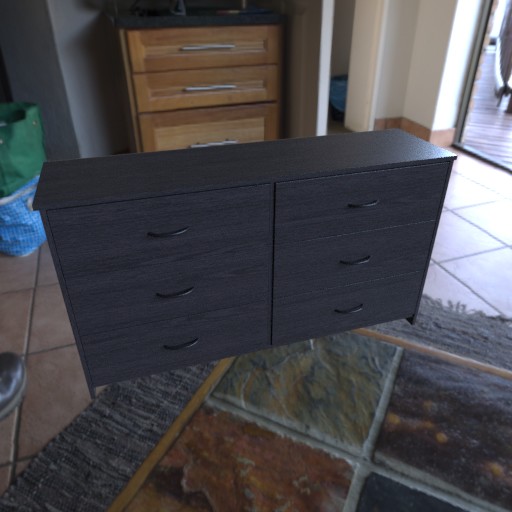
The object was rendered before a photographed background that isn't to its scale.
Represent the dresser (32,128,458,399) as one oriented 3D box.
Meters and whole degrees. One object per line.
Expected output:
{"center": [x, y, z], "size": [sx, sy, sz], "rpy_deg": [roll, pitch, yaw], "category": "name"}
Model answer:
{"center": [0.000, 0.000, 1.688], "size": [1.360, 0.755, 0.401], "rpy_deg": [-9, 32, -15], "category": "dresser"}
